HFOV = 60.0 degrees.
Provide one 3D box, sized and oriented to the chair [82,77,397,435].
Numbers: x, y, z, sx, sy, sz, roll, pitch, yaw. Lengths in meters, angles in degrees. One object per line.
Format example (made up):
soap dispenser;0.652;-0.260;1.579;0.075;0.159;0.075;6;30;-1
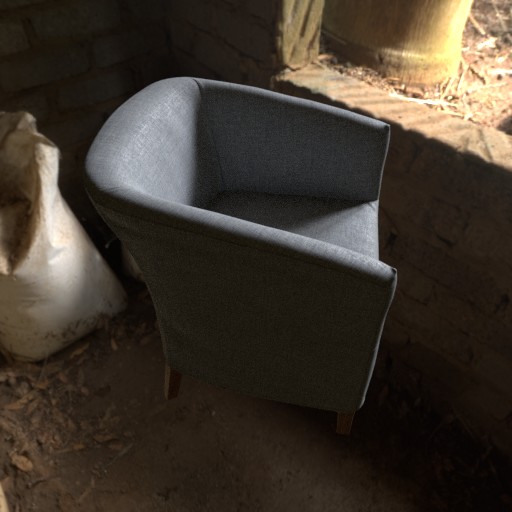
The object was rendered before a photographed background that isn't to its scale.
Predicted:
chair;0.000;0.000;1.215;0.668;0.771;0.600;8;45;8
